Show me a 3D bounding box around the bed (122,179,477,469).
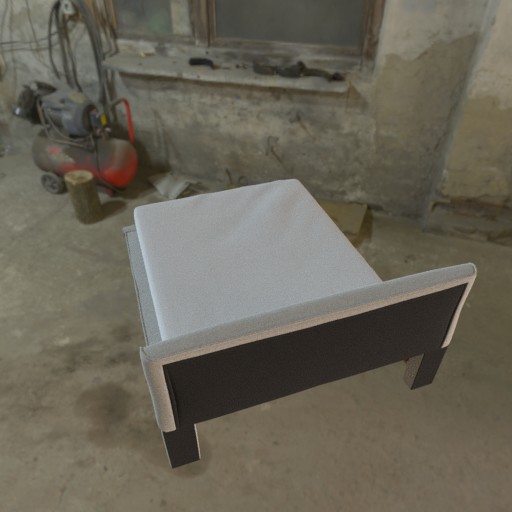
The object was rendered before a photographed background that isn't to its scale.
[{"bbox_3d":[0.000,0.000,3.560,1.980,1.126,2.498,-12,41,-14],"label":"bed"}]
